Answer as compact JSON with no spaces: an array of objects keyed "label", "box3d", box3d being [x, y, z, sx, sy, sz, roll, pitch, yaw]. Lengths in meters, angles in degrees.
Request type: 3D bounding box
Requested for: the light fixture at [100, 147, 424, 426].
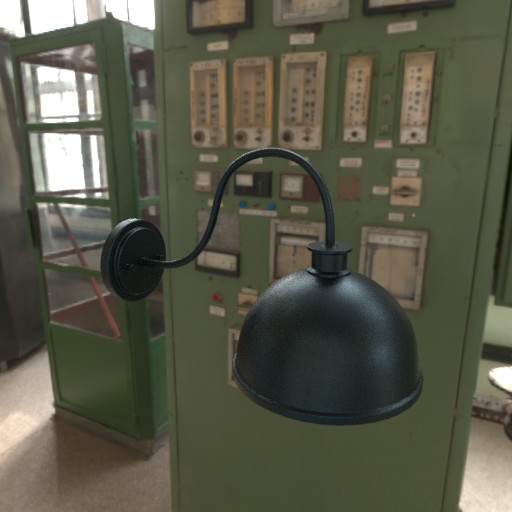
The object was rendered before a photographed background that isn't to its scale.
[{"label":"light fixture","box3d":[0.000,0.000,0.620,0.467,0.295,0.253,7,16,27]}]
